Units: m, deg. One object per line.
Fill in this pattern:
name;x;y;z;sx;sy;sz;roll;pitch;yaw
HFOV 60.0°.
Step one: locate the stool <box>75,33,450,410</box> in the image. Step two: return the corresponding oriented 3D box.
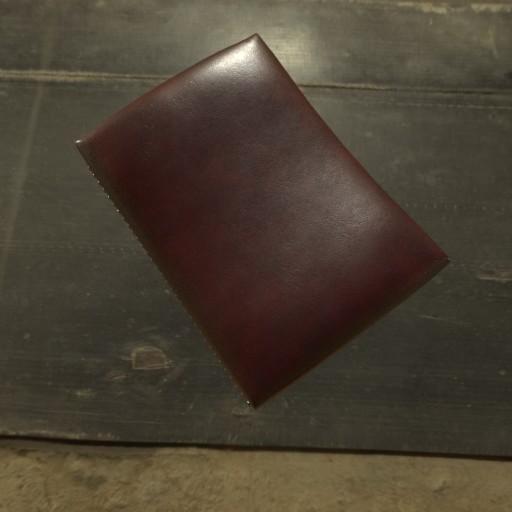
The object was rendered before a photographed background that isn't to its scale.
stool;0.000;0.000;1.003;0.372;0.742;0.504;-35;78;-8
